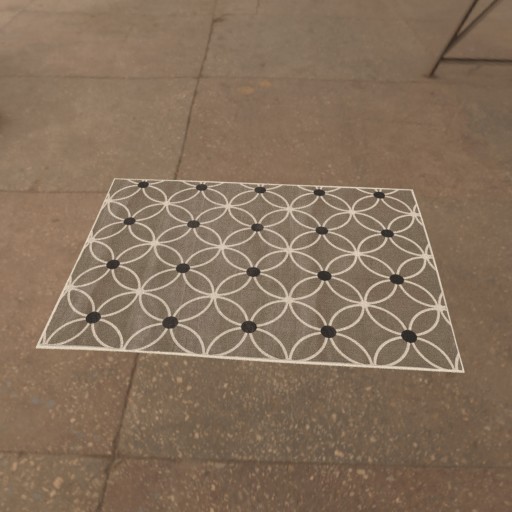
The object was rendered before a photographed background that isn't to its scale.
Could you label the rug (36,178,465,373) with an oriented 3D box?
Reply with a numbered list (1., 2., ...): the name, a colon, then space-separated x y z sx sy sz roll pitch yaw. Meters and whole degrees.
1. rug: 0.000 0.000 2.858 2.284 0.008 1.522 3 47 2
